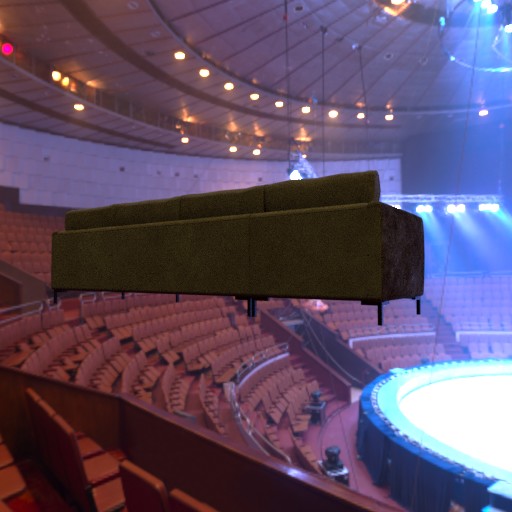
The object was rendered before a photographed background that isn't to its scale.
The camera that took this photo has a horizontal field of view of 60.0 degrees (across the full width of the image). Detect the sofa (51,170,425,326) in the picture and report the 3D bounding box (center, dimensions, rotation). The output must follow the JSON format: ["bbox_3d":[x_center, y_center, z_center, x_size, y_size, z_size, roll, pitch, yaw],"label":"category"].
[{"bbox_3d":[0.000,0.000,3.211,2.486,0.687,1.707,-2,-3,34],"label":"sofa"}]
